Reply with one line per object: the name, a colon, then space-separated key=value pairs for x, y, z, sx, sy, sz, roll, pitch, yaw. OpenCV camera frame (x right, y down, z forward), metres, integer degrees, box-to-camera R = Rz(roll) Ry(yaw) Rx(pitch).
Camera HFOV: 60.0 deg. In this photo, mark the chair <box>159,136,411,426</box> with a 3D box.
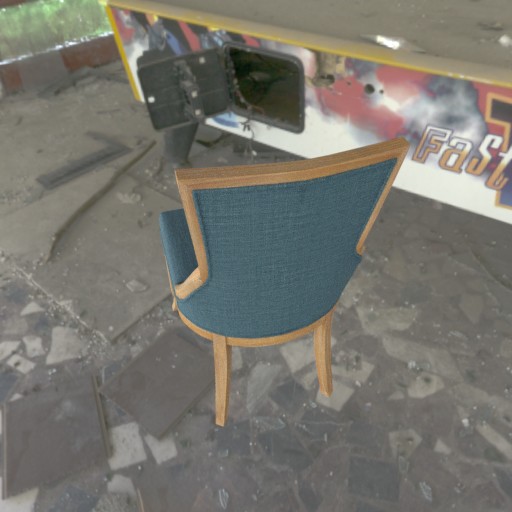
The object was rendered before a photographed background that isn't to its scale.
chair: x=0.000 y=0.000 z=1.327 sx=0.524 sy=0.947 sz=0.641 roll=-11 pitch=42 yaw=-12
